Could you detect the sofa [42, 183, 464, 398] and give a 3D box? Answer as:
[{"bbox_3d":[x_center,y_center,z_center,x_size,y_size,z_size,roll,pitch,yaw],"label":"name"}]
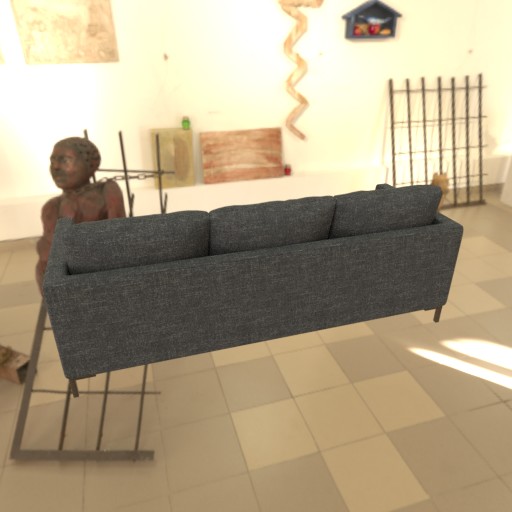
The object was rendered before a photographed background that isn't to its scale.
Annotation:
[{"bbox_3d":[0.000,0.000,2.668,2.218,0.874,0.859,-8,29,-15],"label":"sofa"}]
